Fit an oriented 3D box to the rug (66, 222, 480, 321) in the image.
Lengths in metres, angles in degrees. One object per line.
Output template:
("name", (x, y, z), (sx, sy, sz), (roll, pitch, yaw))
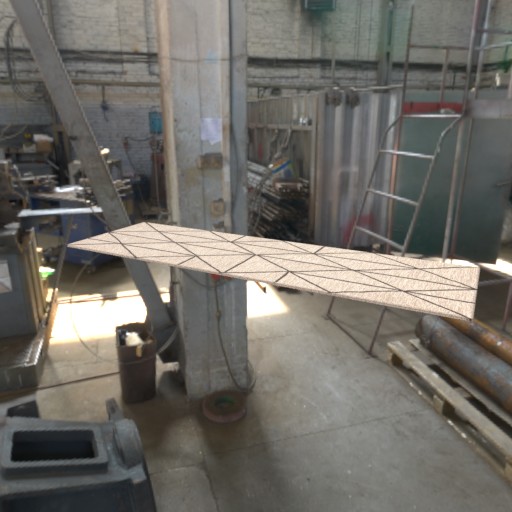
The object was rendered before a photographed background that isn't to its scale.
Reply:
("rug", (0.000, 0.000, 2.703), (2.438, 0.012, 0.762), (9, 19, 26))
